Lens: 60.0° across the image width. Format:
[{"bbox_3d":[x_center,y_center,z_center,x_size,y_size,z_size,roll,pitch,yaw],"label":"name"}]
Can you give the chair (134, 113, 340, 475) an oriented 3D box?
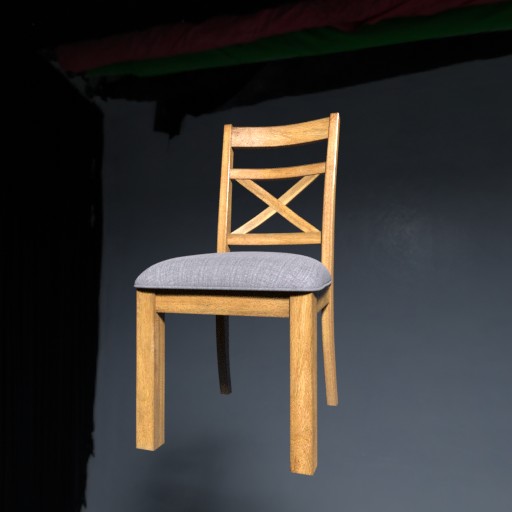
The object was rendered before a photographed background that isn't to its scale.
[{"bbox_3d":[0.000,0.000,1.283,0.470,0.949,0.581,0,-1,19],"label":"chair"}]
